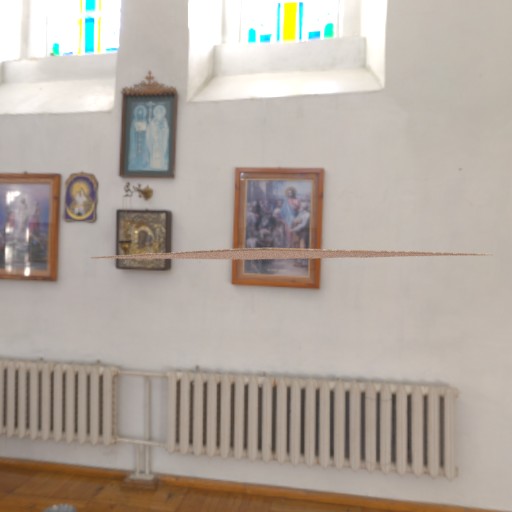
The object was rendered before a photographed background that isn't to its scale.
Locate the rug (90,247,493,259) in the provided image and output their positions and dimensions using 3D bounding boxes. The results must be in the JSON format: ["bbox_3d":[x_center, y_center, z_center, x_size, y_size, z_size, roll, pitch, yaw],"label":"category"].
[{"bbox_3d":[0.000,0.000,2.177,1.146,0.010,1.745,1,-1,-35],"label":"rug"}]
